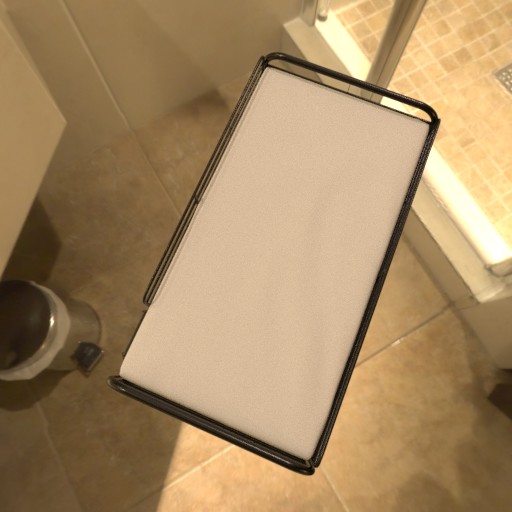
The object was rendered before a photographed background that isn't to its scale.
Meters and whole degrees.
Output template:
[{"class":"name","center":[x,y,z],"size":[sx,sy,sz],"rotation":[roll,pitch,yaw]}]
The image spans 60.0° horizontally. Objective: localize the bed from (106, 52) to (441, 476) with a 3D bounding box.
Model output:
[{"class":"bed","center":[0.000,0.000,2.815],"size":[1.393,1.289,1.968],"rotation":[22,76,6]}]
